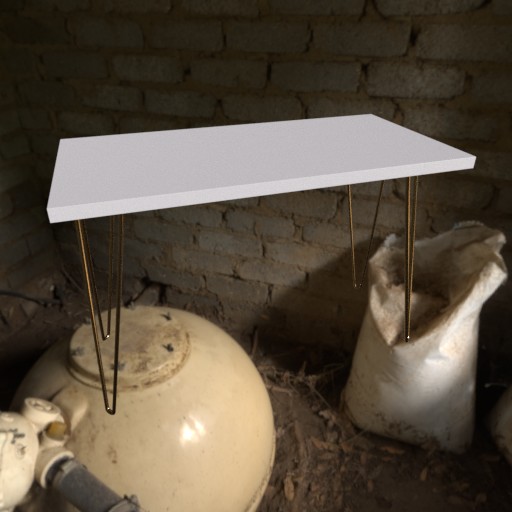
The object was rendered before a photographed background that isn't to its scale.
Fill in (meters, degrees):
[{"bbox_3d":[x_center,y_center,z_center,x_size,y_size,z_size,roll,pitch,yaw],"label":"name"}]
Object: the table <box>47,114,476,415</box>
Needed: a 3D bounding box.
[{"bbox_3d":[0.000,0.000,1.334,0.991,0.660,0.498,-9,32,-16],"label":"table"}]
